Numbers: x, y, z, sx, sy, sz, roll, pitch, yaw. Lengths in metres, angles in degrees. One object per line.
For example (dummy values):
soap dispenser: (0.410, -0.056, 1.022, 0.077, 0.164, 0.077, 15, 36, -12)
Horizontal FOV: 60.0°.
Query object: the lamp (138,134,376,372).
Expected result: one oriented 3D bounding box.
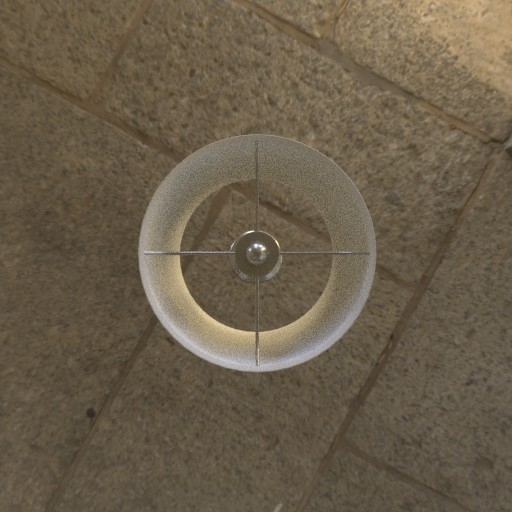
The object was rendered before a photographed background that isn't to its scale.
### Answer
lamp: (0.000, 0.000, 0.803, 0.254, 0.690, 0.254, 0, 89, 0)
